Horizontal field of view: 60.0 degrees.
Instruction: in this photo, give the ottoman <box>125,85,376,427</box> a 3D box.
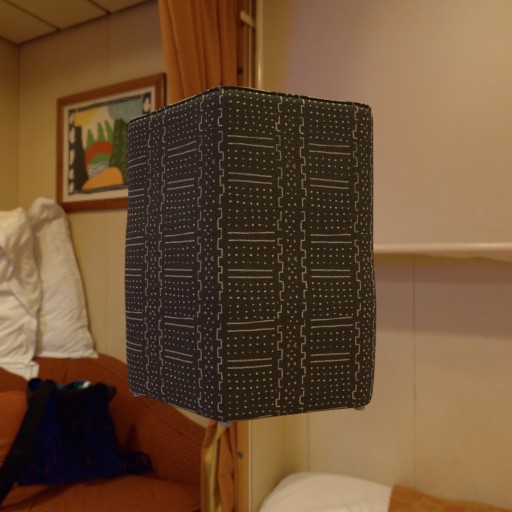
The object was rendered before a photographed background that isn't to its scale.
[{"bbox_3d":[0.000,0.000,0.870,0.494,0.502,0.443,0,-1,-19],"label":"ottoman"}]
